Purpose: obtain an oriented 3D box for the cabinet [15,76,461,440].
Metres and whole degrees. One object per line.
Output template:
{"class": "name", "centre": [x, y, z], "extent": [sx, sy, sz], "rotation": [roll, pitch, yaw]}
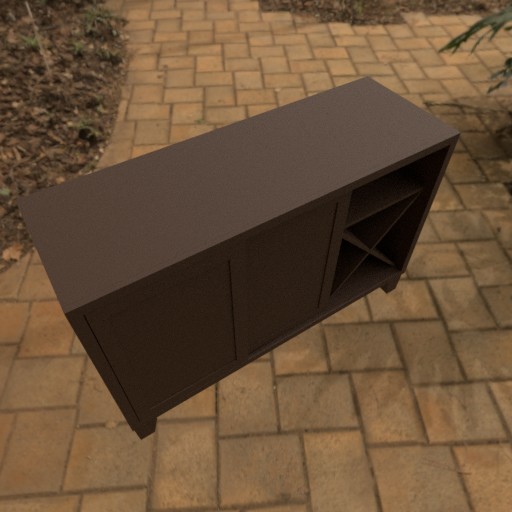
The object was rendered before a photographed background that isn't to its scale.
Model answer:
{"class": "cabinet", "centre": [0.000, 0.000, 1.780], "extent": [1.396, 0.914, 0.482], "rotation": [-26, 54, -21]}
